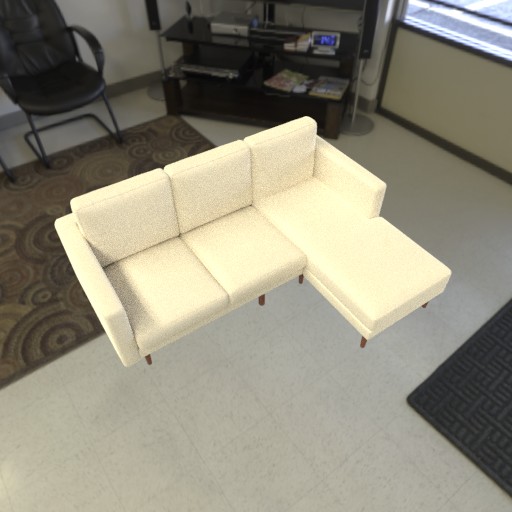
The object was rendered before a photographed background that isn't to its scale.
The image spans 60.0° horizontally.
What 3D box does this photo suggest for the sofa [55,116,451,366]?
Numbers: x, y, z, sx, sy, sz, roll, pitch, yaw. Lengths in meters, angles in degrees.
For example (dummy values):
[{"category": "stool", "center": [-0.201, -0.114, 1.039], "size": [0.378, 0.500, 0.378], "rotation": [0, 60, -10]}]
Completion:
[{"category": "sofa", "center": [0.000, 0.000, 2.882], "size": [2.029, 0.899, 1.580], "rotation": [-26, 51, -23]}]
